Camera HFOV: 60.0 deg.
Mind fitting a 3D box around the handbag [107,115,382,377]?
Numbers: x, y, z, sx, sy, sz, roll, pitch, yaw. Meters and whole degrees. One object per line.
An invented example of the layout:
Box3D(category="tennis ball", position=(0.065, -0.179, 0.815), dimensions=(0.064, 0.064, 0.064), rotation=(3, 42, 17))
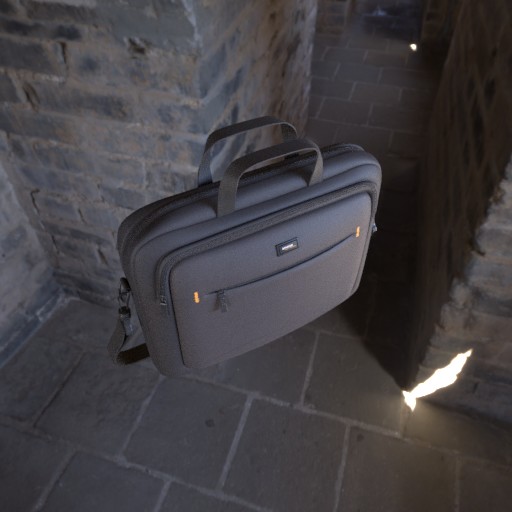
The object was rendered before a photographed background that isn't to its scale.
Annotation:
Box3D(category="handbag", position=(0.000, 0.000, 0.585), dimensions=(0.429, 0.330, 0.126), rotation=(-22, 49, -20))
